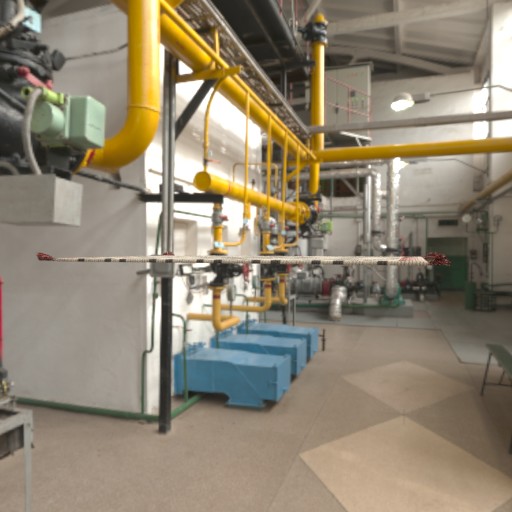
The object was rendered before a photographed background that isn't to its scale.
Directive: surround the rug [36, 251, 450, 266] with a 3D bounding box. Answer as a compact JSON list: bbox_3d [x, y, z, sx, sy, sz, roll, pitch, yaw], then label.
[{"bbox_3d":[0.000,0.000,3.414,2.672,0.066,1.741,0,1,20],"label":"rug"}]
